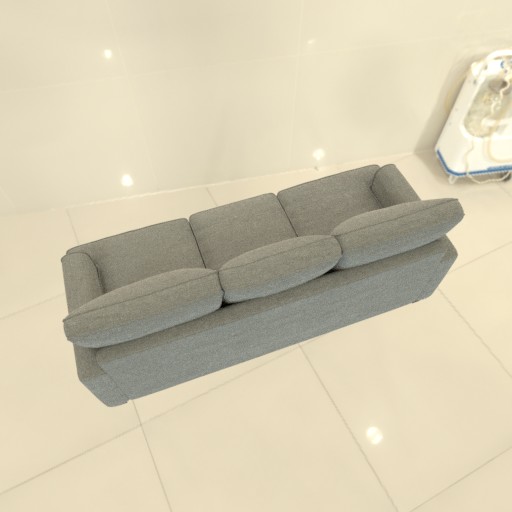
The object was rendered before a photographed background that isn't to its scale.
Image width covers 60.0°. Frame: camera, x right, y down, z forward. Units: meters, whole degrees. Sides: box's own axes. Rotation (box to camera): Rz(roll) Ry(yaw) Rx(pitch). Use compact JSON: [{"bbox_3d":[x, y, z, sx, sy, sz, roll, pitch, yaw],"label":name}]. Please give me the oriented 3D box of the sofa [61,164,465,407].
[{"bbox_3d":[0.000,0.000,2.642,2.158,0.965,0.951,-17,59,-11],"label":"sofa"}]
